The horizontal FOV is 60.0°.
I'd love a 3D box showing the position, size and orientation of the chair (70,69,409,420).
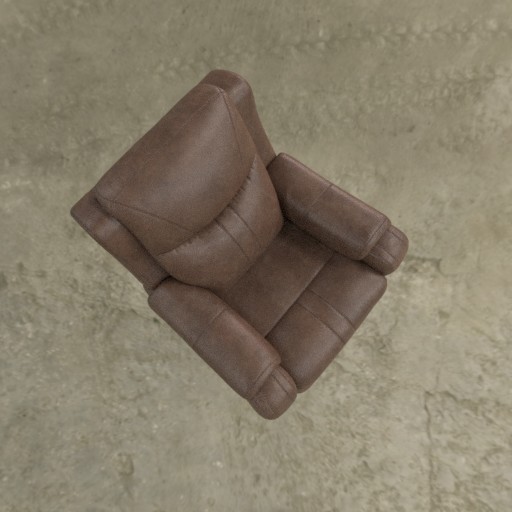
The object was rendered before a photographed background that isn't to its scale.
[{"bbox_3d":[0.000,0.000,1.840,1.067,0.990,0.940,39,78,10],"label":"chair"}]
